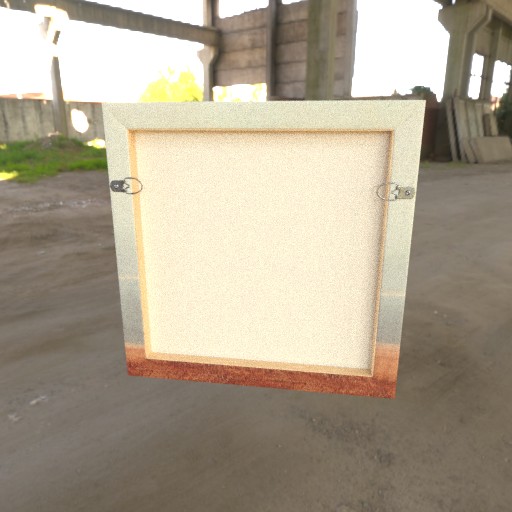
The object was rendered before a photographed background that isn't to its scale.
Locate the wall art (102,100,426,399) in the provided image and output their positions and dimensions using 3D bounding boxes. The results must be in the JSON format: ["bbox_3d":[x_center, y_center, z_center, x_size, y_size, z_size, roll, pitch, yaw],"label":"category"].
[{"bbox_3d":[0.000,0.000,0.614,0.405,0.405,0.023,3,17,8],"label":"wall art"}]
